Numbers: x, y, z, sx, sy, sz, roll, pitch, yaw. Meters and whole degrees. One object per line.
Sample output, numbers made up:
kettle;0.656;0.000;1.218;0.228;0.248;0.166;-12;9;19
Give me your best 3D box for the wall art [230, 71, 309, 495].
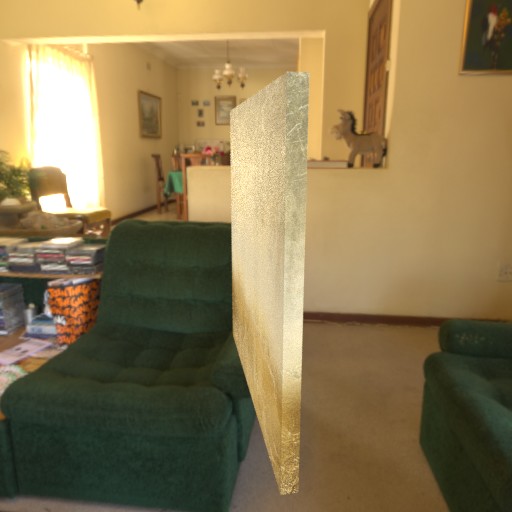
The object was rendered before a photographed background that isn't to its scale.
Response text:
wall art;0.000;0.000;1.620;0.051;1.091;1.092;-2;14;-10
